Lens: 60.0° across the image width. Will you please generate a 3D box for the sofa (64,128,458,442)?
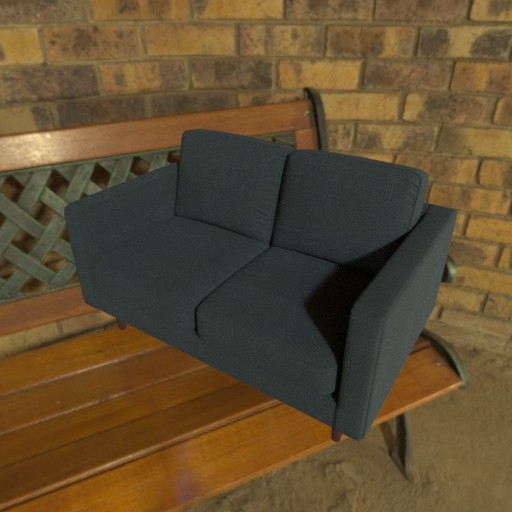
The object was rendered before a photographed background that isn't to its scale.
[{"bbox_3d":[0.000,0.000,2.108,1.518,0.930,0.999,18,35,29],"label":"sofa"}]
